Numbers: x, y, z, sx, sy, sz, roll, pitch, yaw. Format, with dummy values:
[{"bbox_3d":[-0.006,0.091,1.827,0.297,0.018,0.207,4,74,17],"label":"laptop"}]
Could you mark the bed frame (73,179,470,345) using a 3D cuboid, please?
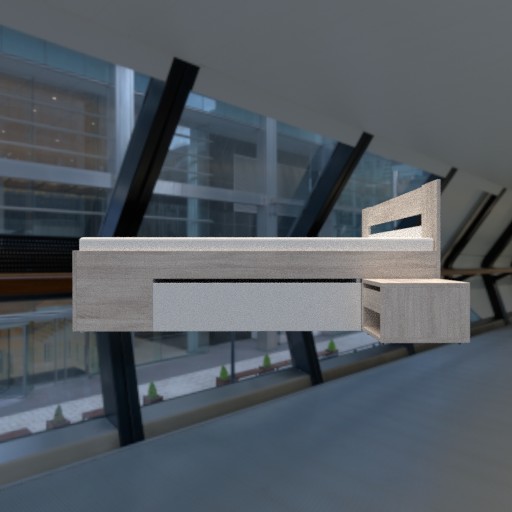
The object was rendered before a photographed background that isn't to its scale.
[{"bbox_3d":[0.000,0.000,3.109,2.050,0.860,2.040,0,0,-1],"label":"bed frame"}]
